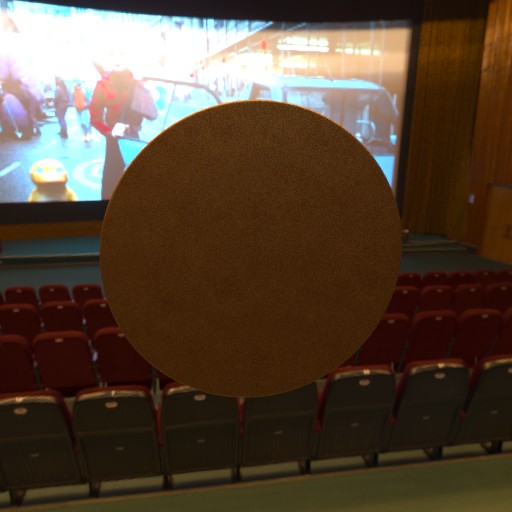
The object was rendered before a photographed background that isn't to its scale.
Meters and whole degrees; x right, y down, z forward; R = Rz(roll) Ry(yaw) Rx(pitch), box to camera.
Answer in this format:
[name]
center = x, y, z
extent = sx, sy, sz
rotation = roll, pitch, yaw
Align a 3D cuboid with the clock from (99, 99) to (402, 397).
[clock]
center = 0.000, 0.000, 0.473
extent = 0.314, 0.314, 0.040
rotation = -2, 14, -9
